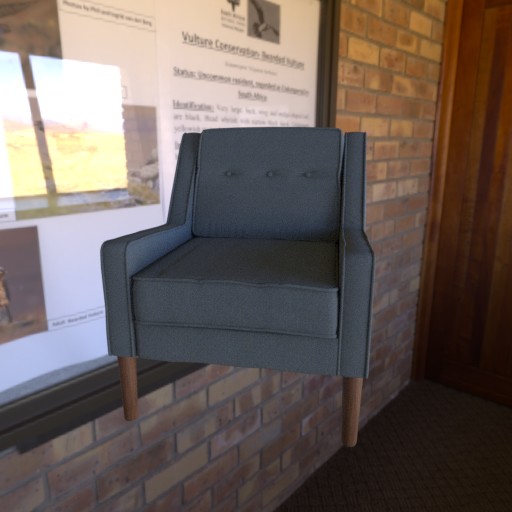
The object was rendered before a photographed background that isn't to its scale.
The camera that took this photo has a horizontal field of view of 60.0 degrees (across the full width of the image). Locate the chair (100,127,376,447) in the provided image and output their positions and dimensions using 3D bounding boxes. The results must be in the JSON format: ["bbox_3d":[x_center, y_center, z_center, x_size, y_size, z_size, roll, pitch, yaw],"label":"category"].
[{"bbox_3d":[0.000,0.000,1.362,0.663,0.780,0.733,3,14,10],"label":"chair"}]
